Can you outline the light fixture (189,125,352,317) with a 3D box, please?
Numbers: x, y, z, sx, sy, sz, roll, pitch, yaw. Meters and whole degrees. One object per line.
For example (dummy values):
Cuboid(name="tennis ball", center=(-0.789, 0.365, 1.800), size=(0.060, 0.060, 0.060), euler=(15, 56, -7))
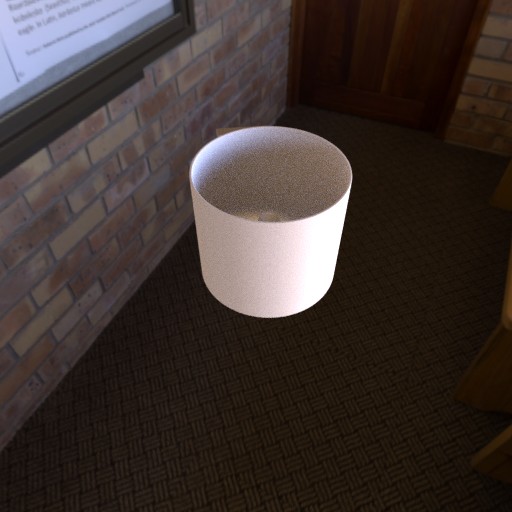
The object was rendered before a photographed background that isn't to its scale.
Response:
Cuboid(name="light fixture", center=(0.000, 0.000, 0.901), size=(0.203, 0.651, 0.516), euler=(-5, 47, -5))
